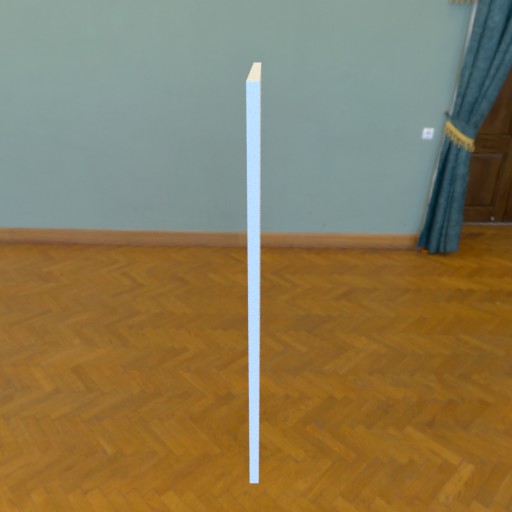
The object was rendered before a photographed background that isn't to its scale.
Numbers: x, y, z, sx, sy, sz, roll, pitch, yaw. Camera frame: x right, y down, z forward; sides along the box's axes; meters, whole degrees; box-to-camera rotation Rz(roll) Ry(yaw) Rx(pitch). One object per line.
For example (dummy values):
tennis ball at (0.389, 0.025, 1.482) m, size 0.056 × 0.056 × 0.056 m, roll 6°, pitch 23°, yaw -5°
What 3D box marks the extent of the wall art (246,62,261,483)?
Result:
wall art at (0.000, 0.000, 0.685) m, size 0.013 × 0.533 × 0.381 m, roll 0°, pitch 26°, yaw 1°
